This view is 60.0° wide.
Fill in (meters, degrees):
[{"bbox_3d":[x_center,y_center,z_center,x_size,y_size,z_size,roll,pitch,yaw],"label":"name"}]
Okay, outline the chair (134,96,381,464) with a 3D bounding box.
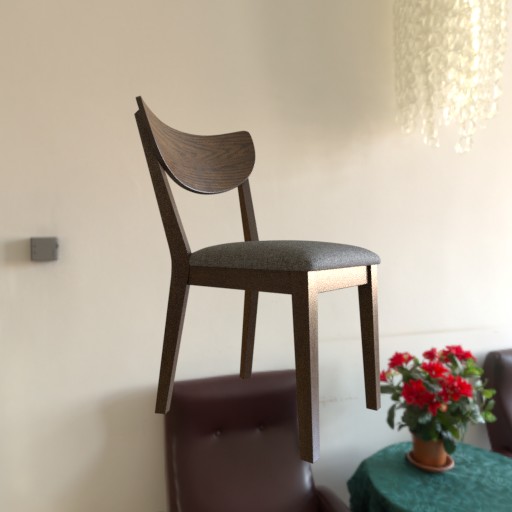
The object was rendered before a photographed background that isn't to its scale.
[{"bbox_3d":[0.000,0.000,1.241,0.583,0.849,0.491,1,2,36],"label":"chair"}]
